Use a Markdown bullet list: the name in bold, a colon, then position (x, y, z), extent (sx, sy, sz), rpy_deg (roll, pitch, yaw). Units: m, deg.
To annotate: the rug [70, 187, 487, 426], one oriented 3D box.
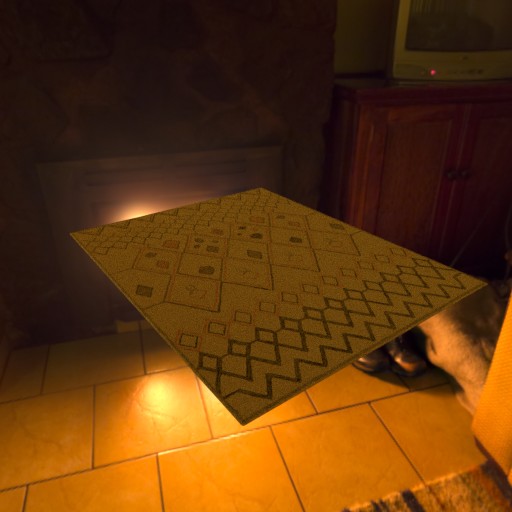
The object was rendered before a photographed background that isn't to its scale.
- **rug**: position (0.000, 0.000, 4.050), extent (2.441, 0.016, 3.050), rpy_deg (-19, 33, -32)
